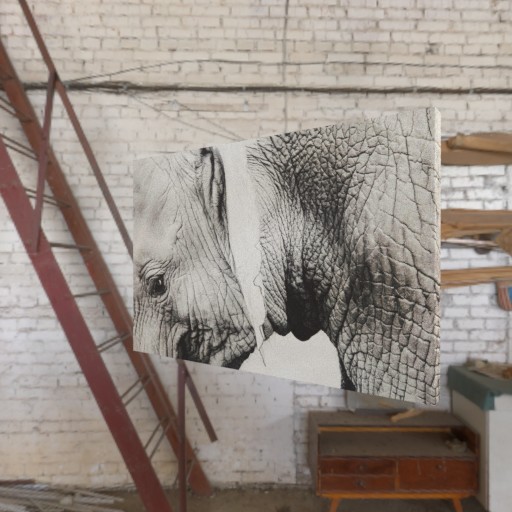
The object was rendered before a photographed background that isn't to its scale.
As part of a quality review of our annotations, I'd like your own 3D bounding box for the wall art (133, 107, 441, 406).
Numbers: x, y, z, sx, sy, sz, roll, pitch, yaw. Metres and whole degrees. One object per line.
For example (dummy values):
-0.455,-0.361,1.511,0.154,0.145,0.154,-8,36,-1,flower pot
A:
0.000,0.000,0.789,0.613,0.407,0.035,0,0,34,wall art
